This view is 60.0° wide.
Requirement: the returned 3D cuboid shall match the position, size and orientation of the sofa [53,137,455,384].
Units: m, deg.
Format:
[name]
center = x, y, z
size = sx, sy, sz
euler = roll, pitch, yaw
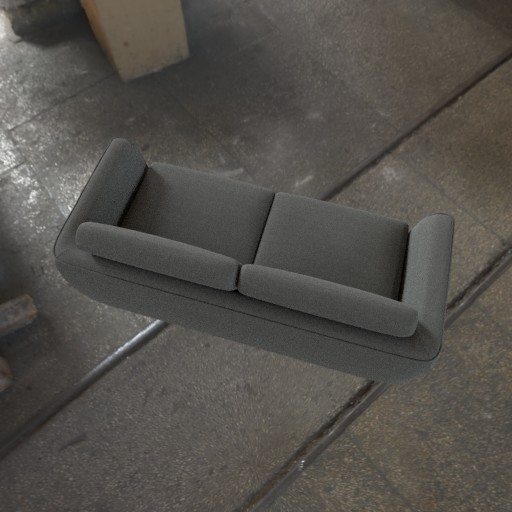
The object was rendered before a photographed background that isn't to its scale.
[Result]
[sofa]
center = 0.000, 0.000, 2.475
size = 2.000, 0.850, 0.920
euler = 15, 65, 7
